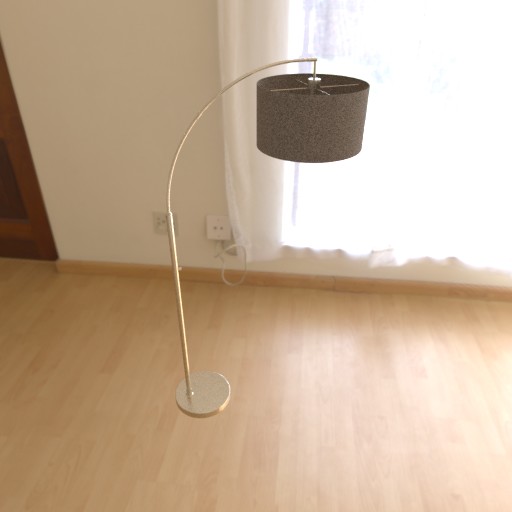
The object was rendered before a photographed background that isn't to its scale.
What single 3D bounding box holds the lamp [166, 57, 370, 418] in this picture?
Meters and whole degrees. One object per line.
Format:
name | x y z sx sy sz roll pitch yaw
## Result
lamp | 0.000 0.000 2.131 0.934 1.735 0.452 -10 33 -16
